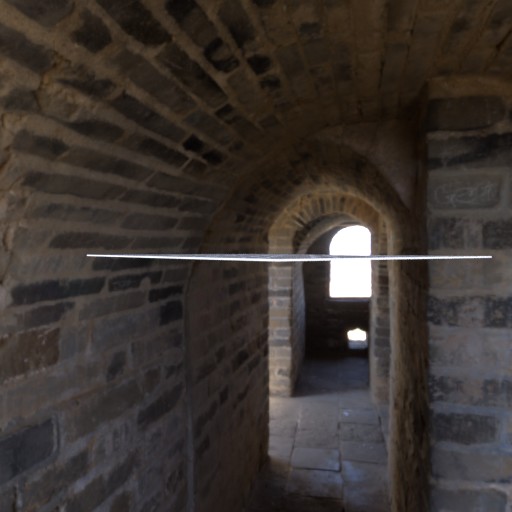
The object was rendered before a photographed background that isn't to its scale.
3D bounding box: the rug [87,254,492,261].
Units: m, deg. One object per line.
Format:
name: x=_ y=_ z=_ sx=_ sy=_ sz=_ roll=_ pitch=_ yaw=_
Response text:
rug: x=0.000 y=0.000 z=2.888 sx=1.522 sy=0.008 sz=2.284 roll=0 pitch=1 yaw=-36
